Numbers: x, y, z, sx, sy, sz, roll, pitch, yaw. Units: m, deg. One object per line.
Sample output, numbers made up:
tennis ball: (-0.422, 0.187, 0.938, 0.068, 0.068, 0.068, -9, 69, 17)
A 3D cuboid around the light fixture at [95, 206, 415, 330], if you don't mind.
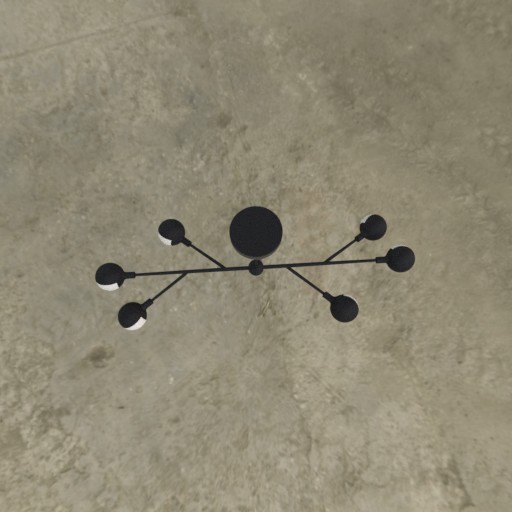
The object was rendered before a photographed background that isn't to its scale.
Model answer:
light fixture: (0.000, 0.000, 1.011, 0.778, 0.362, 0.434, 12, 75, 3)
